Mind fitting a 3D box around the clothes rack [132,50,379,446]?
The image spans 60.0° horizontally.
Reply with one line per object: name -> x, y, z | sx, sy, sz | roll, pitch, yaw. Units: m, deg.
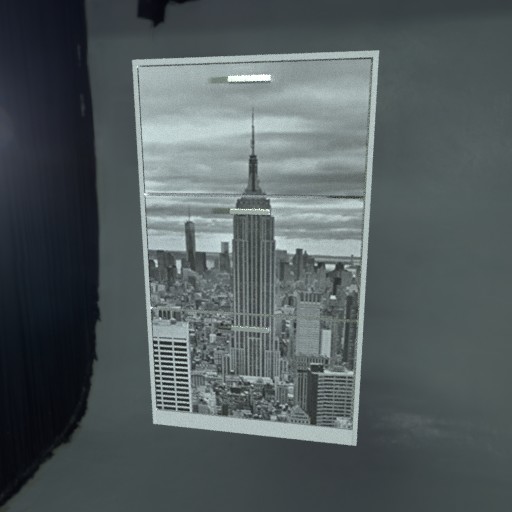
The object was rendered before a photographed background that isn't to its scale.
clothes rack -> 0.000, 0.000, 1.574 | 0.750, 1.280, 0.250 | 2, 13, 10
